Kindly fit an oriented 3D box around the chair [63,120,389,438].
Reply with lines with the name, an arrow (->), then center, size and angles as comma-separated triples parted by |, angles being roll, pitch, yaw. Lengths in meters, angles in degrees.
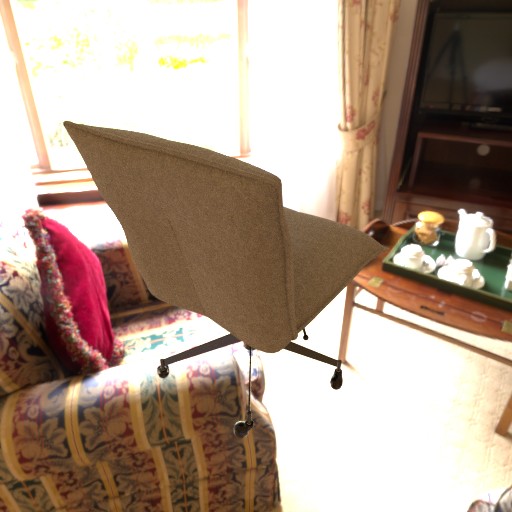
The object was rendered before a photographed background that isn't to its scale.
chair -> 0.000, 0.000, 1.274 | 0.597, 0.811, 0.696 | 21, 37, 32
